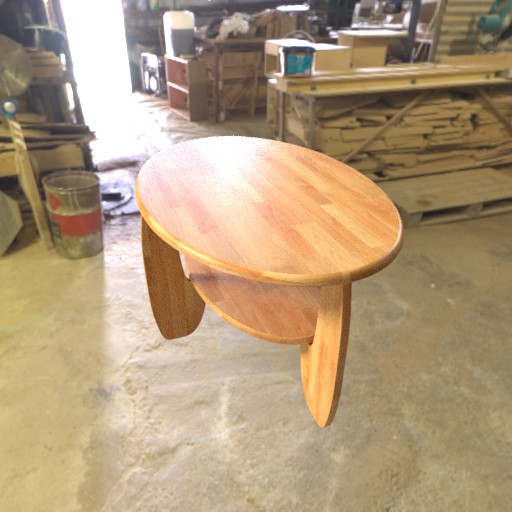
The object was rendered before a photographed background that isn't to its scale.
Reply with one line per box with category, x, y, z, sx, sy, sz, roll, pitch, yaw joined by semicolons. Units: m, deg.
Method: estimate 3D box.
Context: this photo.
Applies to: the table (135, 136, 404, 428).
table;0.000;0.000;1.402;0.690;0.490;1.040;-11;33;-18
